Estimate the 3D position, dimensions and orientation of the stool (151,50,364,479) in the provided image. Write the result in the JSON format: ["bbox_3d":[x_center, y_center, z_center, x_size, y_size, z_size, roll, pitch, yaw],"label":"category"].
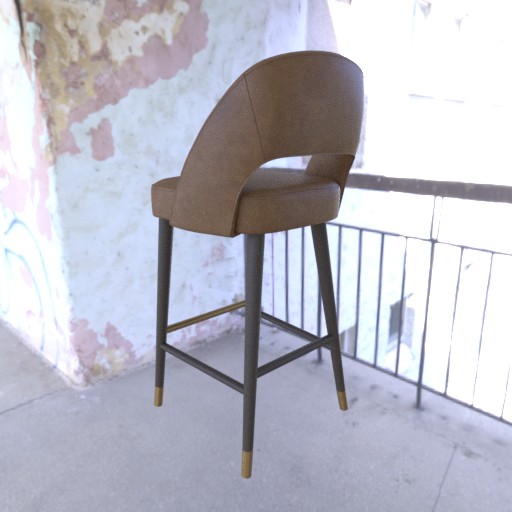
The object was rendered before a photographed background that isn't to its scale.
[{"bbox_3d":[0.000,0.000,1.292,0.494,1.037,0.509,-14,21,-41],"label":"stool"}]
